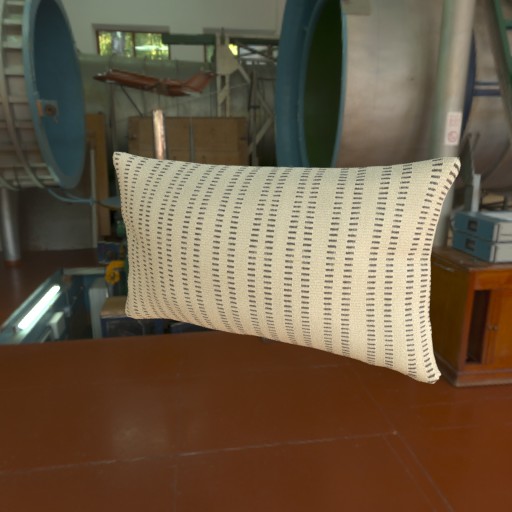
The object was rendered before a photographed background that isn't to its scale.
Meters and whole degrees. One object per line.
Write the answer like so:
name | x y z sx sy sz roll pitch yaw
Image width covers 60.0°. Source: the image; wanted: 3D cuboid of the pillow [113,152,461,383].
pillow | 0.000 0.000 0.786 0.640 0.353 0.210 7 16 25
